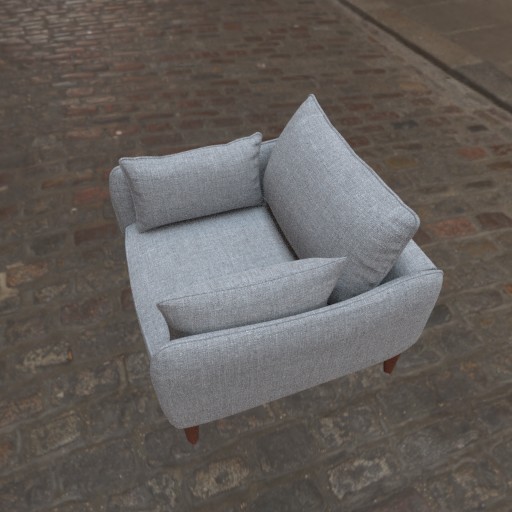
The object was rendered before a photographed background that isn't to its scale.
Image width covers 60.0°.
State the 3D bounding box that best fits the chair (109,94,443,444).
[{"bbox_3d":[0.000,0.000,1.720,0.976,0.839,0.993,-15,48,-14],"label":"chair"}]
